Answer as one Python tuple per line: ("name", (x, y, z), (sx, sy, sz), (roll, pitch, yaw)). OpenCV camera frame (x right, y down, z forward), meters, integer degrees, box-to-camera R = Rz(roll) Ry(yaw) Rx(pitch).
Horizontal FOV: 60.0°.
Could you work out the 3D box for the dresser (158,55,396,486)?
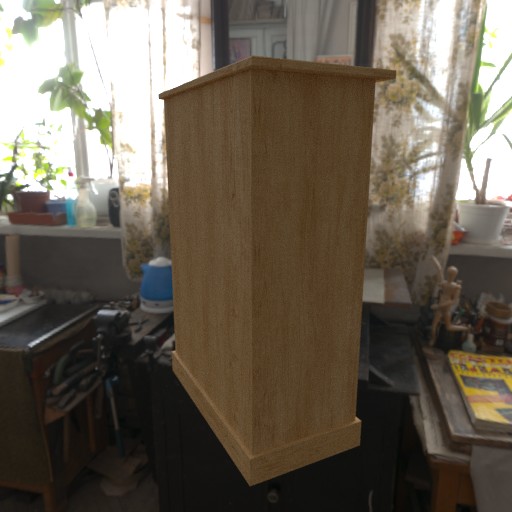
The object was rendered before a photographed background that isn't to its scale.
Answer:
("dresser", (0.000, 0.000, 1.771), (0.485, 1.300, 0.915), (-7, 15, -26))
